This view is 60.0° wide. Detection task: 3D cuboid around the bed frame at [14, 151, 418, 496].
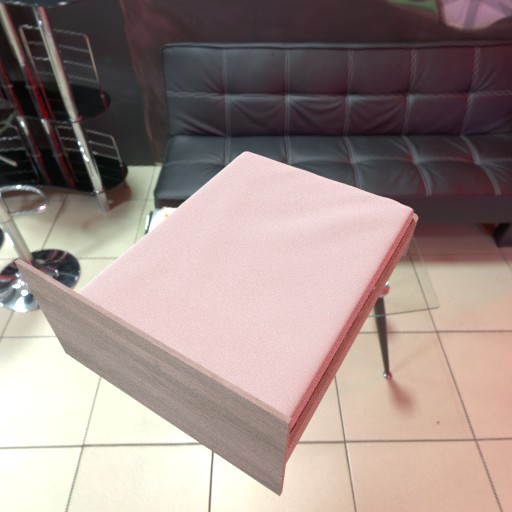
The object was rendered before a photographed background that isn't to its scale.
[{"bbox_3d":[0.000,0.000,2.695,1.490,0.800,1.950,24,50,22],"label":"bed frame"}]
